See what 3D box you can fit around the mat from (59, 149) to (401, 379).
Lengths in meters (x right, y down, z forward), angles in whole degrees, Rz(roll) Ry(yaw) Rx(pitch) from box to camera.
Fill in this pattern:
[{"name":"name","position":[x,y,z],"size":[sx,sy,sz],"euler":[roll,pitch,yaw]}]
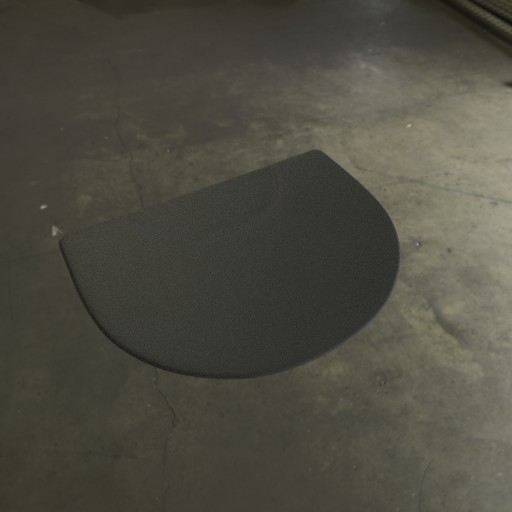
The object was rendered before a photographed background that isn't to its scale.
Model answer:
[{"name":"mat","position":[0.000,0.000,1.618],"size":[1.220,0.016,0.917],"euler":[-23,51,-20]}]
